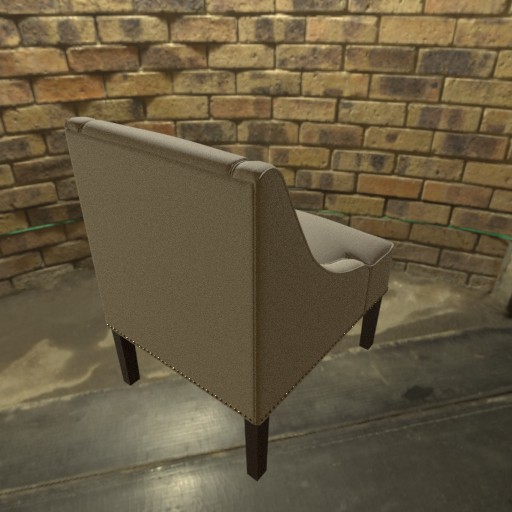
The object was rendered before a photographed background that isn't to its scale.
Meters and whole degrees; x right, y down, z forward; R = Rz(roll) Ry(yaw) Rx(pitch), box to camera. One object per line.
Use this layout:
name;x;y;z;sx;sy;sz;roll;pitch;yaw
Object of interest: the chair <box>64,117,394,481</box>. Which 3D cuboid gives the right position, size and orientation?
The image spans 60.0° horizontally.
chair;0.000;0.000;1.345;0.610;0.864;0.737;22;37;33
